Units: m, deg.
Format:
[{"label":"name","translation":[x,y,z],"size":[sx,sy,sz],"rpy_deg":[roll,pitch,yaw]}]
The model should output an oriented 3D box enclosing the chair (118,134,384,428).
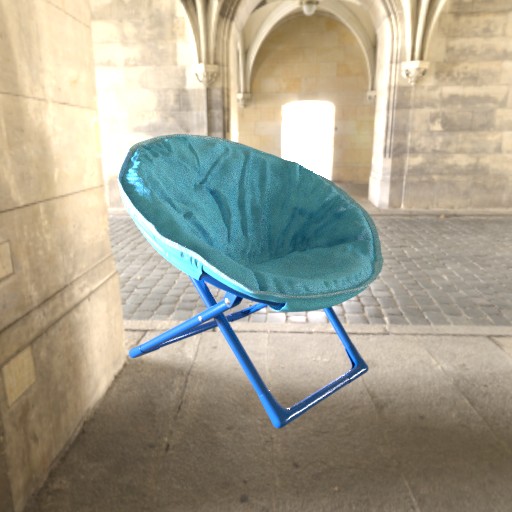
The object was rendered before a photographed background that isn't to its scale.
[{"label":"chair","translation":[0.000,0.000,0.891],"size":[0.520,0.478,0.465],"rpy_deg":[-14,20,-43]}]
